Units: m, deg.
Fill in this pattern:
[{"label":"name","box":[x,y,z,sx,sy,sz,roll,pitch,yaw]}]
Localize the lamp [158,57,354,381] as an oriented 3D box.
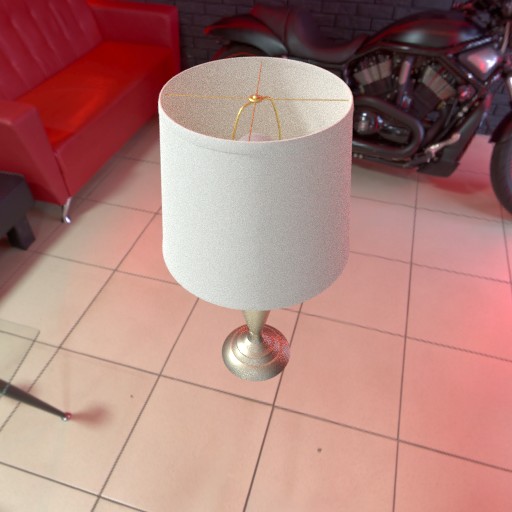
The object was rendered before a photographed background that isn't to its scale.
[{"label":"lamp","box":[0.000,0.000,0.818,0.328,0.619,0.328,0,44,0]}]
